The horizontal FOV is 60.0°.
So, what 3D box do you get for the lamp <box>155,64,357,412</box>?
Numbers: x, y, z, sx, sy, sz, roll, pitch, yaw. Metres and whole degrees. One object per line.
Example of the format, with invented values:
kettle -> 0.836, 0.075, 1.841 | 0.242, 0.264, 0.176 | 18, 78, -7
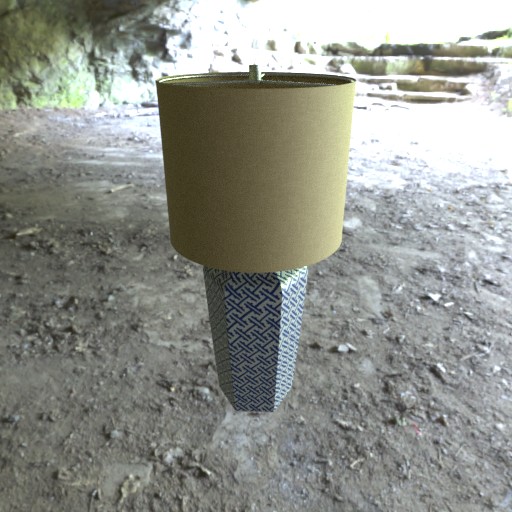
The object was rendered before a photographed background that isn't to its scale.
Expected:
lamp -> 0.000, 0.000, 0.860 | 0.320, 0.682, 0.320 | 18, 31, 32
